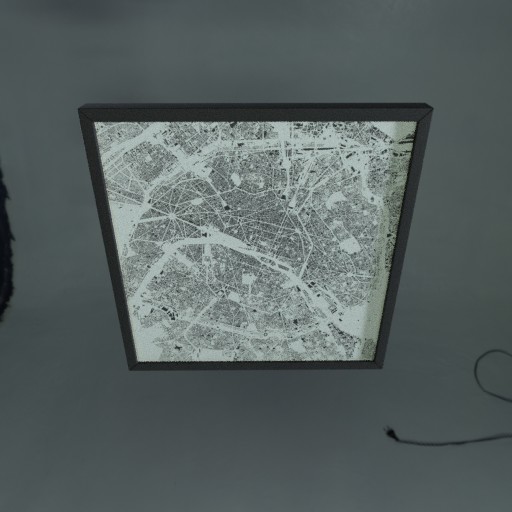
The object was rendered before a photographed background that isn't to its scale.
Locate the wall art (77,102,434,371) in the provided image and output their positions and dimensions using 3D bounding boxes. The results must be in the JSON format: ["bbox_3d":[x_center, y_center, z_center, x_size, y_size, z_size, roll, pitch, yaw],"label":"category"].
[{"bbox_3d":[0.000,0.000,0.773,0.508,0.508,0.037,0,30,0],"label":"wall art"}]
